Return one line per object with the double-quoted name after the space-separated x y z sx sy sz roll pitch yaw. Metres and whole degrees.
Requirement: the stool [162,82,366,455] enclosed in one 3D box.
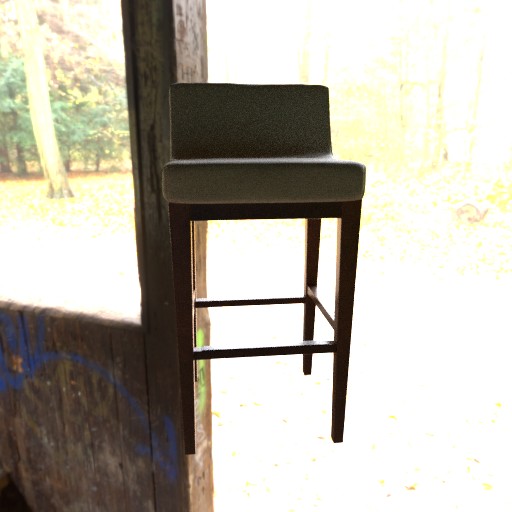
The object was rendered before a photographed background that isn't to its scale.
0.000 0.000 1.359 0.511 1.037 0.500 -2 15 -6 "stool"
